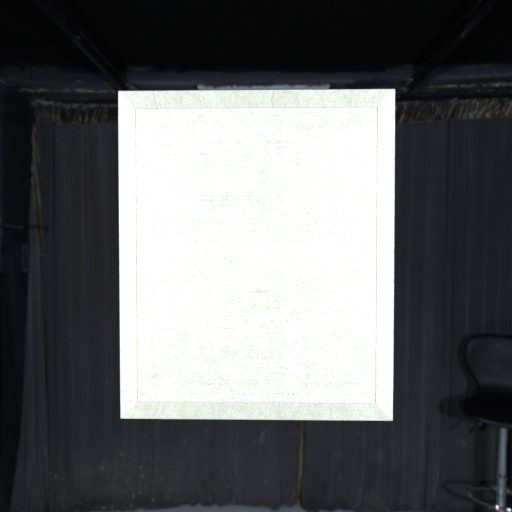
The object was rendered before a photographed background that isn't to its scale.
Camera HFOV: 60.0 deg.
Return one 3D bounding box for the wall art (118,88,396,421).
[{"bbox_3d":[0.000,0.000,0.624,0.381,0.457,0.023,0,1,1],"label":"wall art"}]
